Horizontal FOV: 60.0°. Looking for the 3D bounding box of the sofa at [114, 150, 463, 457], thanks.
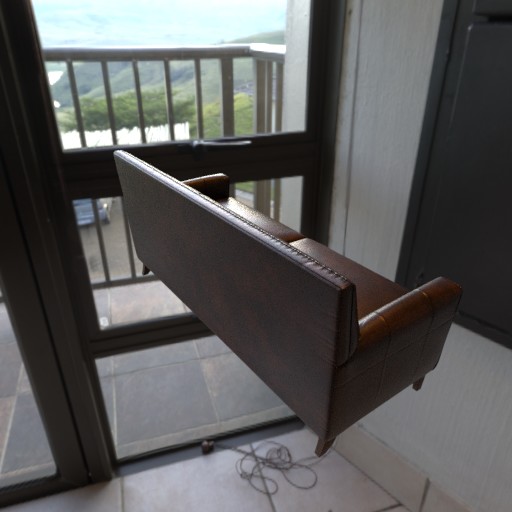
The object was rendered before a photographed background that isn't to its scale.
[{"bbox_3d":[0.000,0.000,2.451,0.786,0.871,1.995,-18,33,-31],"label":"sofa"}]
